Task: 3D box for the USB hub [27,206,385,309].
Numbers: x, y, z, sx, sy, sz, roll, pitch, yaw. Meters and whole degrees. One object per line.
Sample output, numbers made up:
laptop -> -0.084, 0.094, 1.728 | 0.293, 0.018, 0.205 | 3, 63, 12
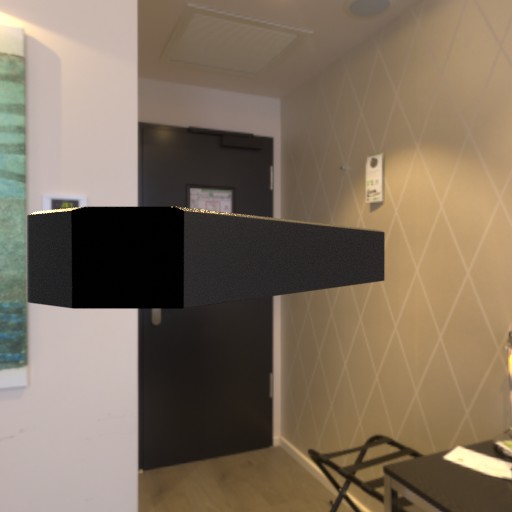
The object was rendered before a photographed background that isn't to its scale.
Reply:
USB hub -> 0.000, 0.000, 0.159 | 0.044, 0.023, 0.145 | 0, 0, 36
